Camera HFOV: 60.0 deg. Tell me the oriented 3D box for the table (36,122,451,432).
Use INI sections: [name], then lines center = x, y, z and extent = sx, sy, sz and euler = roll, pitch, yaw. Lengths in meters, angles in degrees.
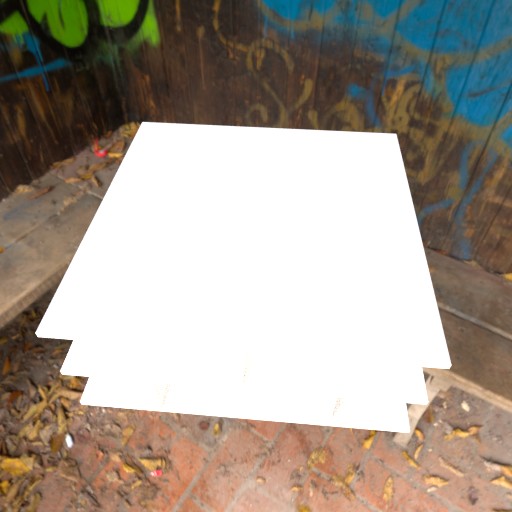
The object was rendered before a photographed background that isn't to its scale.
[table]
center = 0.000, 0.000, 1.085
extent = 0.700, 0.289, 0.700
euler = 4, 47, 3
